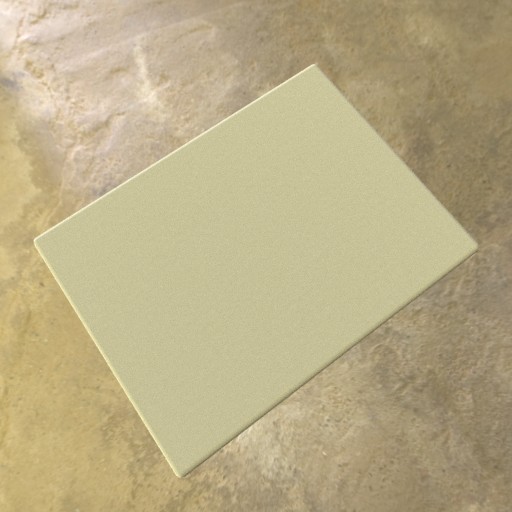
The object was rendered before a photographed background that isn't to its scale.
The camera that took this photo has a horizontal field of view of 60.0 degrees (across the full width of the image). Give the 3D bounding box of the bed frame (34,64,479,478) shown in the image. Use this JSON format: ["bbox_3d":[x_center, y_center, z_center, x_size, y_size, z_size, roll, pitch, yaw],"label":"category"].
[{"bbox_3d":[0.000,0.000,3.519,2.635,0.680,1.990,-35,77,-9],"label":"bed frame"}]
